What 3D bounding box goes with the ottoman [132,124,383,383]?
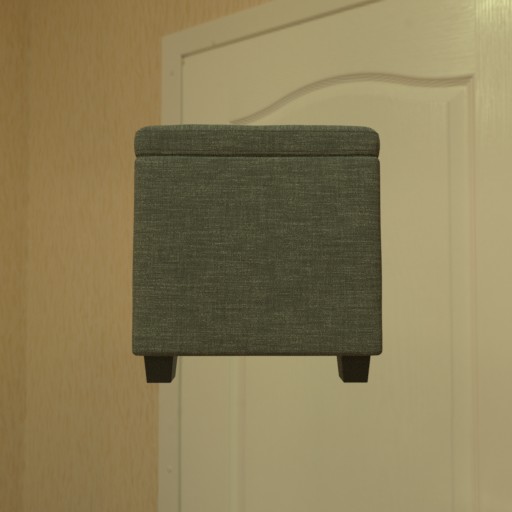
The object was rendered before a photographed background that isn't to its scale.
[{"bbox_3d":[0.000,0.000,1.139,0.419,0.432,0.902,0,-2,0],"label":"ottoman"}]
